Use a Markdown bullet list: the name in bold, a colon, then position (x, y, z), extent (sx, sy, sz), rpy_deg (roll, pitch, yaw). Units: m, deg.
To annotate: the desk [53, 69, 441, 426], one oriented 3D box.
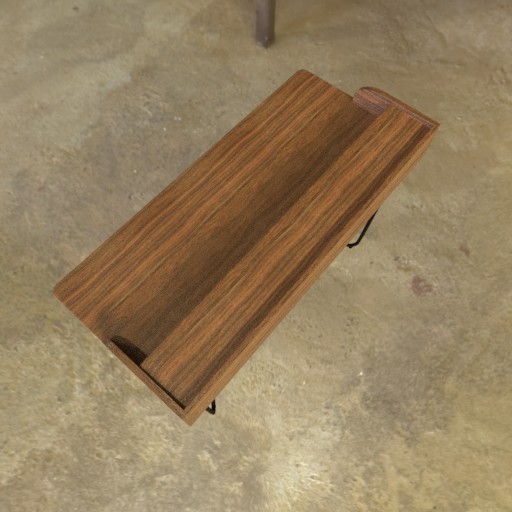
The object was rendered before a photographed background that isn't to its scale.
- **desk**: position (0.000, 0.000, 1.710), extent (0.565, 0.854, 1.200), rpy_deg (38, 70, 16)
